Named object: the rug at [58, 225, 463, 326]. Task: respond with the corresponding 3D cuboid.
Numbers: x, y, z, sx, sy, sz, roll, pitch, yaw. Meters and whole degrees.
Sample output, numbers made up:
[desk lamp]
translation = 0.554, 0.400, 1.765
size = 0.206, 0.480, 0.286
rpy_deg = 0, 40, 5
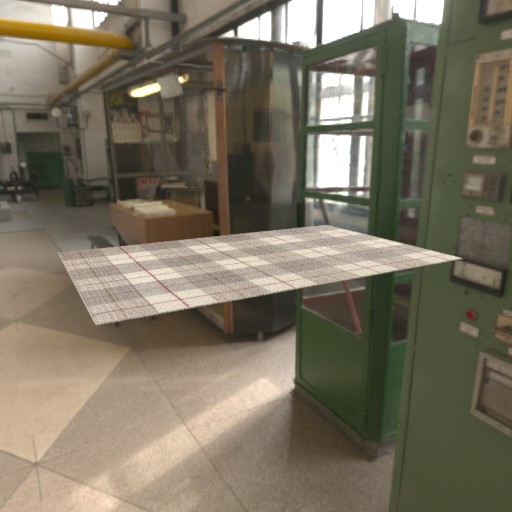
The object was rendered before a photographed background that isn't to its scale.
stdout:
[rug]
translation = 0.000, 0.000, 3.177
size = 2.464, 0.010, 1.549
rpy_deg = -8, 16, -28
